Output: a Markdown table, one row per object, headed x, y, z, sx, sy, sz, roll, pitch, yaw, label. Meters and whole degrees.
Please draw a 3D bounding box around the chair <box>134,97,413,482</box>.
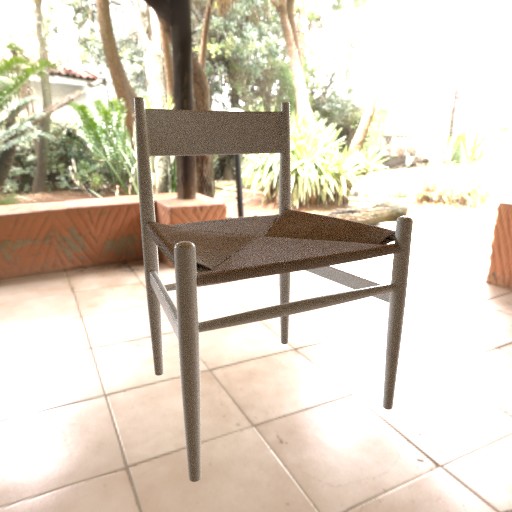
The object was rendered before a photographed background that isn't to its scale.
| x | y | z | sx | sy | sz | roll | pitch | yaw | label |
| --- | --- | --- | --- | --- | --- | --- | --- | --- | --- |
| 0.000 | 0.000 | 1.107 | 0.556 | 0.762 | 0.495 | -8 | 18 | -26 | chair |
